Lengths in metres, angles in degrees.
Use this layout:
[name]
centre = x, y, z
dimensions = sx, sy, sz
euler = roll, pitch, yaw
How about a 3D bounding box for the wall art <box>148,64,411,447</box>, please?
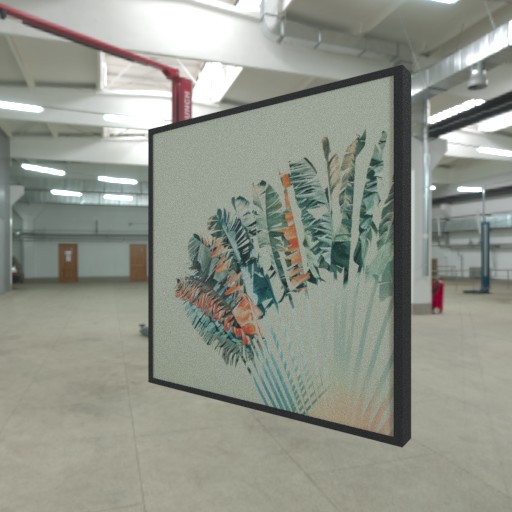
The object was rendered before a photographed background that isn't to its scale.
[wall art]
centre = 0.000, 0.000, 0.752
dimensions = 0.509, 0.507, 0.037
euler = 0, 0, 36
